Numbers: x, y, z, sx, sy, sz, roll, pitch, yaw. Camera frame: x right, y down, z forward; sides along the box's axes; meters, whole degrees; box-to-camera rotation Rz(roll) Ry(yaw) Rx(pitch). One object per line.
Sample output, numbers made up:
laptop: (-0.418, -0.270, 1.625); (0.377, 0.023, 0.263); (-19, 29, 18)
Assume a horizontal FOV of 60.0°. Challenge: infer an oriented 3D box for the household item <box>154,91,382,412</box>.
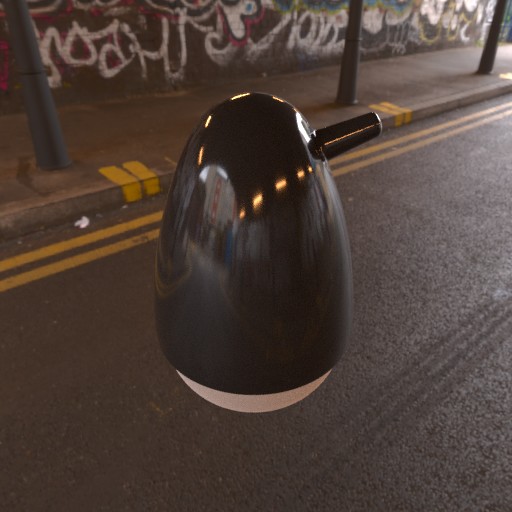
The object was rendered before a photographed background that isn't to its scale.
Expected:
household item: (0.000, 0.000, 0.215); (0.104, 0.152, 0.102); (0, 31, -1)
